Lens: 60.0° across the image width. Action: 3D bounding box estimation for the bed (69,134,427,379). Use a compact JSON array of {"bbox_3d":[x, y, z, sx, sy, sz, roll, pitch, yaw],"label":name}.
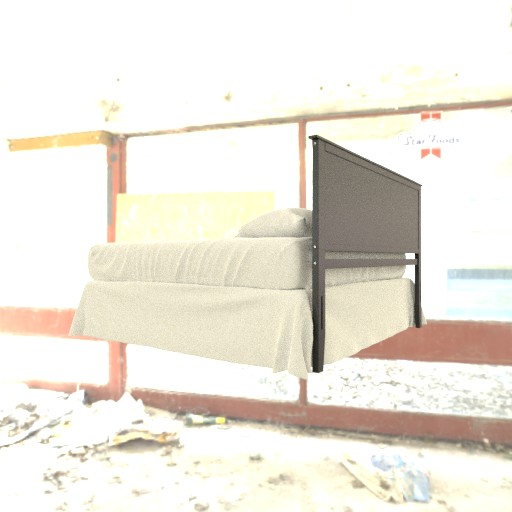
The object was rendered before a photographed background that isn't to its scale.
[{"bbox_3d":[0.000,0.000,3.767,2.219,1.271,2.315,0,0,36],"label":"bed"}]
